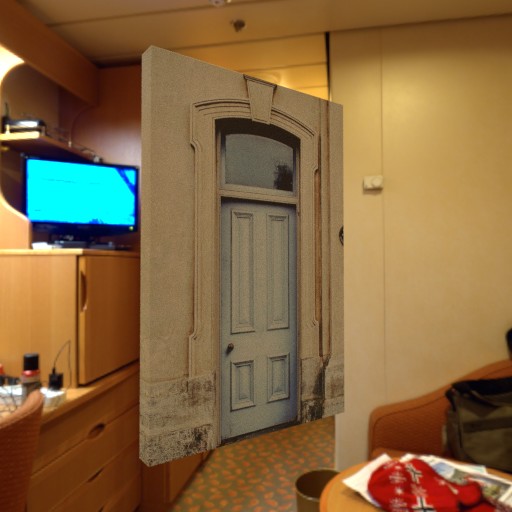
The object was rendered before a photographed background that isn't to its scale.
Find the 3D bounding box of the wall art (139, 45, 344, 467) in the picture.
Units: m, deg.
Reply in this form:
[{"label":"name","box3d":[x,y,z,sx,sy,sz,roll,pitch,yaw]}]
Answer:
[{"label":"wall art","box3d":[0.000,0.000,0.771,0.403,0.607,0.036,1,-2,-36]}]
